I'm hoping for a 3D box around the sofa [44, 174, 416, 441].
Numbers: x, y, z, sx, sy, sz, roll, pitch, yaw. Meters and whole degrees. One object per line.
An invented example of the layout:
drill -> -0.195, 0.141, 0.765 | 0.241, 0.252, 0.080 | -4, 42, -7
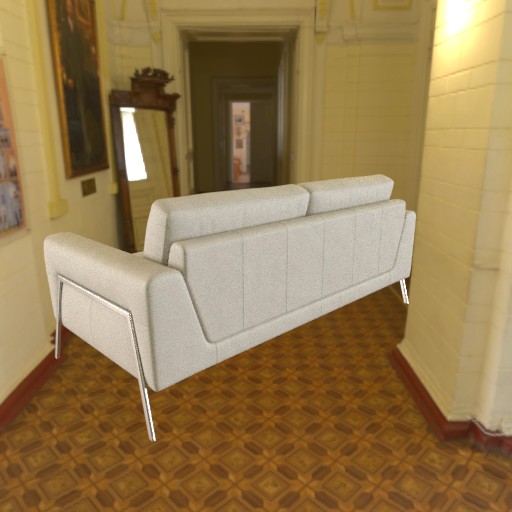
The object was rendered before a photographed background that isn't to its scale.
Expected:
sofa -> 0.000, 0.000, 2.547 | 2.017, 0.875, 0.953 | -15, 21, -43
